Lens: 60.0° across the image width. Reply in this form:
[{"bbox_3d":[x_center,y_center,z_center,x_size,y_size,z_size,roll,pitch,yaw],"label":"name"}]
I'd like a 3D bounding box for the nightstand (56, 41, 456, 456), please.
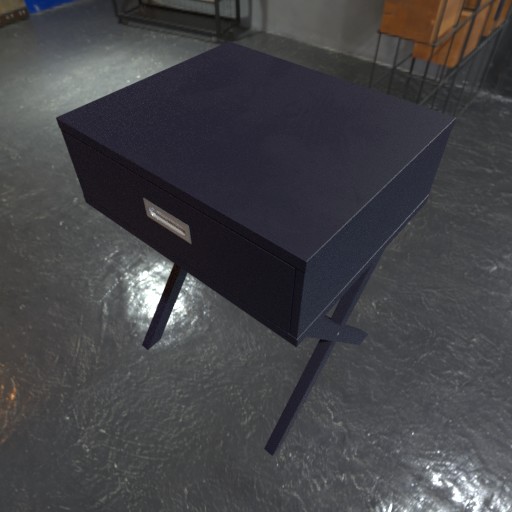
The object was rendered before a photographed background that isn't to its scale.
[{"bbox_3d":[0.000,0.000,0.914,0.479,0.623,0.402,31,54,26],"label":"nightstand"}]
